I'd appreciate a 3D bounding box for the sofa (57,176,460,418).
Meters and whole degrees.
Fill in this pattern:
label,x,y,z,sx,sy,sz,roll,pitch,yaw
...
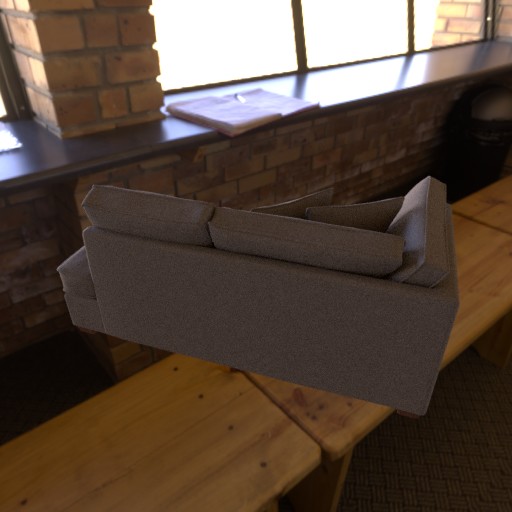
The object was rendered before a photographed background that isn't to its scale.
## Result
label,x,y,z,sx,sy,sz,roll,pitch,yaw
sofa,0.000,0.000,2.812,2.237,1.033,1.110,10,34,16
